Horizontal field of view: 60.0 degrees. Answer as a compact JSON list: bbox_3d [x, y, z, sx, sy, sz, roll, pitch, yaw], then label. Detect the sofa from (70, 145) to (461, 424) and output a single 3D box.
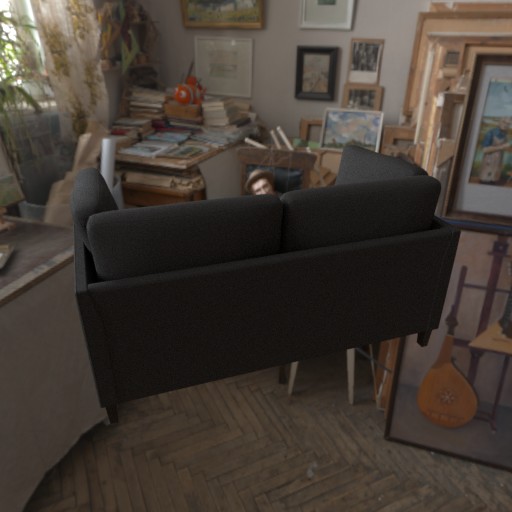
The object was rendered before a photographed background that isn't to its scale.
[{"bbox_3d":[0.000,0.000,2.333,1.751,0.920,0.969,-9,29,-17],"label":"sofa"}]
